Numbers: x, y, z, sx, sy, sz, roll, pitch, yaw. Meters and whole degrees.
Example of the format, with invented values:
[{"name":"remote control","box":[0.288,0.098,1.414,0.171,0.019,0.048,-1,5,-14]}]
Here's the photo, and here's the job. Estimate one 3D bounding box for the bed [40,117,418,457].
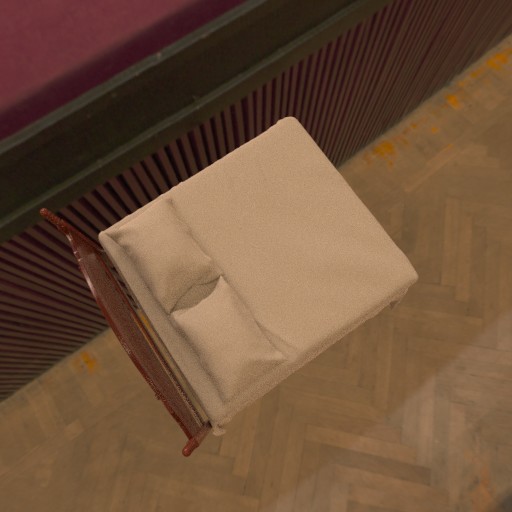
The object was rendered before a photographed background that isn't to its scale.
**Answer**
[{"name":"bed","box":[0.000,0.000,3.247,2.040,1.356,1.873,-33,78,-8]}]
